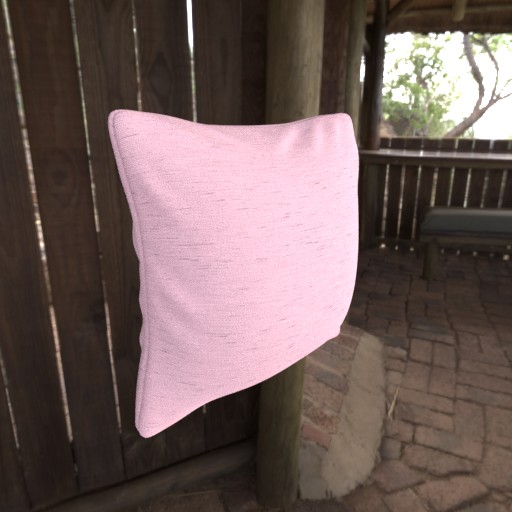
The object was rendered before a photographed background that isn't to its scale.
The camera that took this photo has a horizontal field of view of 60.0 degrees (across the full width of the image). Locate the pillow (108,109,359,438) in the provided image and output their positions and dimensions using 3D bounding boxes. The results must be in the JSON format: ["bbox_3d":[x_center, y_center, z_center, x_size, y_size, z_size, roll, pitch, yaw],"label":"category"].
[{"bbox_3d":[0.000,0.000,0.668,0.432,0.415,0.246,-16,23,-41],"label":"pillow"}]
